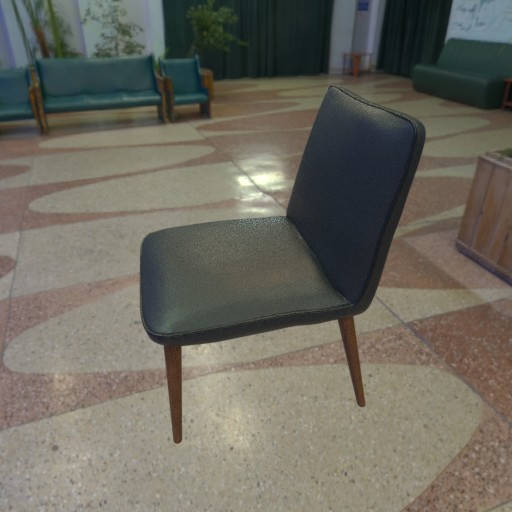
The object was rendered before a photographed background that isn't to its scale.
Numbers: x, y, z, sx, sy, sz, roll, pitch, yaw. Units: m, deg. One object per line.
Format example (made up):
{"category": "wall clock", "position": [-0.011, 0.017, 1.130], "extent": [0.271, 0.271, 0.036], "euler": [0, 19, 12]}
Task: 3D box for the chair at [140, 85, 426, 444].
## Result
{"category": "chair", "position": [0.000, 0.000, 1.208], "extent": [0.645, 0.801, 0.543], "euler": [-9, 31, -15]}
